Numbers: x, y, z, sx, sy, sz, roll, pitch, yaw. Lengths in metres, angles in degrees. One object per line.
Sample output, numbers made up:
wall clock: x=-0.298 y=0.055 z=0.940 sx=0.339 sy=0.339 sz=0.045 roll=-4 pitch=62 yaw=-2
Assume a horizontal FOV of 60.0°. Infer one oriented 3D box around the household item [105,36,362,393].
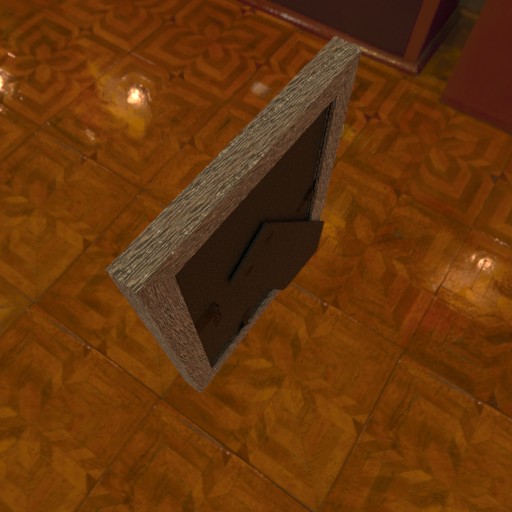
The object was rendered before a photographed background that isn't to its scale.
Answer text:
household item: x=0.000 y=0.000 z=0.283 sx=0.020 sy=0.210 sz=0.160 roll=33 pitch=68 yaw=15
